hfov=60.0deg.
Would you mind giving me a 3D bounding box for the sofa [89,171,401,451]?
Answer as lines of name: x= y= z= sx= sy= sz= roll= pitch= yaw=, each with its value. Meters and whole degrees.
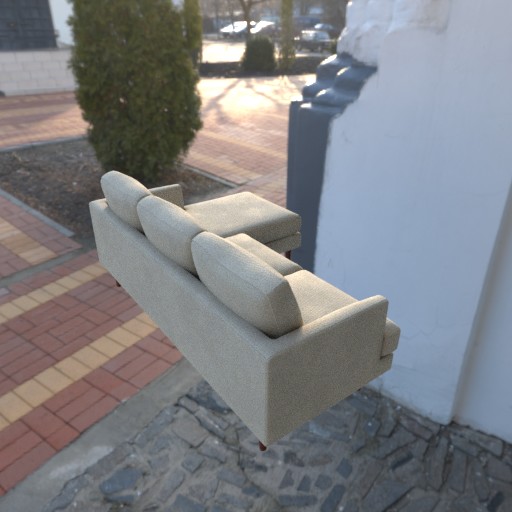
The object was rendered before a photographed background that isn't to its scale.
sofa: x=0.000 y=0.000 z=3.035 sx=1.504 sy=0.956 sz=2.233 roll=-19 pitch=33 yaw=-32
